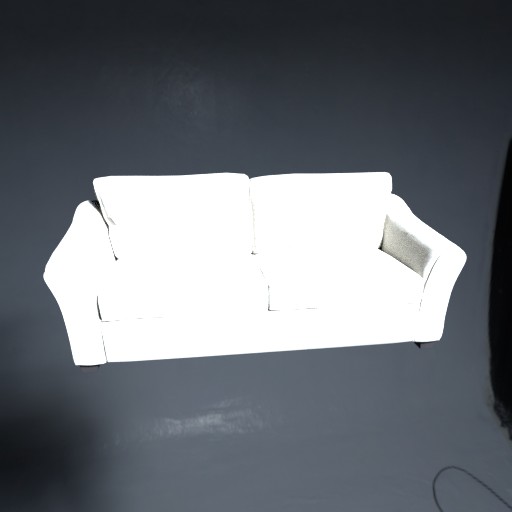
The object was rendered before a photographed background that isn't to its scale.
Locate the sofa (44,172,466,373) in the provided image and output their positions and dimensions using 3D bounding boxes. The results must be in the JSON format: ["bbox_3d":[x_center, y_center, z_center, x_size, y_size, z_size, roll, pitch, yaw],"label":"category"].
[{"bbox_3d":[0.000,0.000,2.754,2.270,0.965,0.980,-2,17,-8],"label":"sofa"}]
